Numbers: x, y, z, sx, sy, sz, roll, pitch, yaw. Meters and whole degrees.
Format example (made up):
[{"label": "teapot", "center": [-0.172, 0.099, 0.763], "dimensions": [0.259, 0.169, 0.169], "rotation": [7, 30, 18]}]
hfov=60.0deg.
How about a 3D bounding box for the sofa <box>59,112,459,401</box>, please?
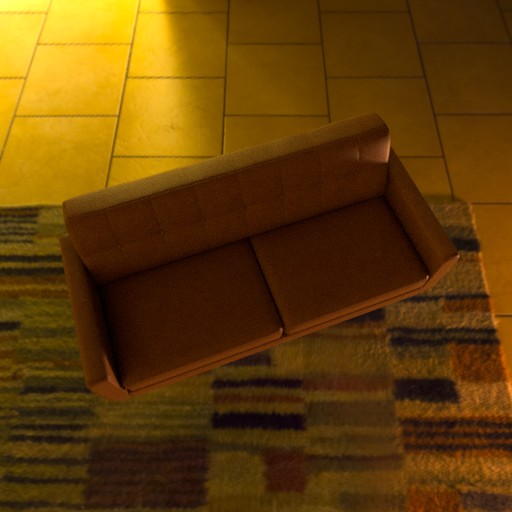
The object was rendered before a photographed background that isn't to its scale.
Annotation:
[{"label": "sofa", "center": [0.000, 0.000, 2.686], "dimensions": [2.137, 0.892, 0.980], "rotation": [-18, 65, -9]}]
